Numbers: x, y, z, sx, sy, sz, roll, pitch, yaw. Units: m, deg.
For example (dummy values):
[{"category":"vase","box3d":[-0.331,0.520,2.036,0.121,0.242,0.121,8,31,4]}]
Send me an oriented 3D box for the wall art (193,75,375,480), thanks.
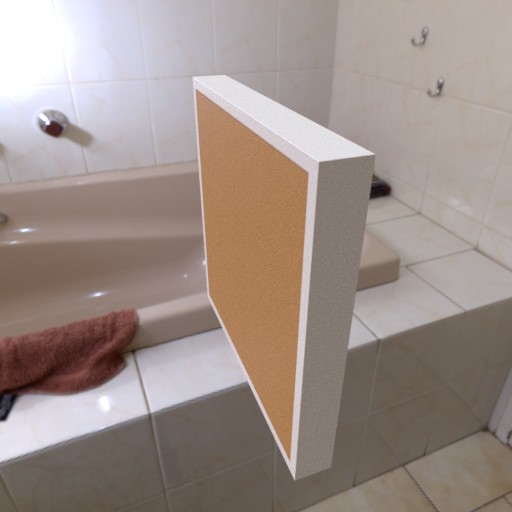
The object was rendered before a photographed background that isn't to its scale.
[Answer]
[{"category":"wall art","box3d":[0.000,0.000,0.458,0.038,0.305,0.305,-11,33,-18]}]
